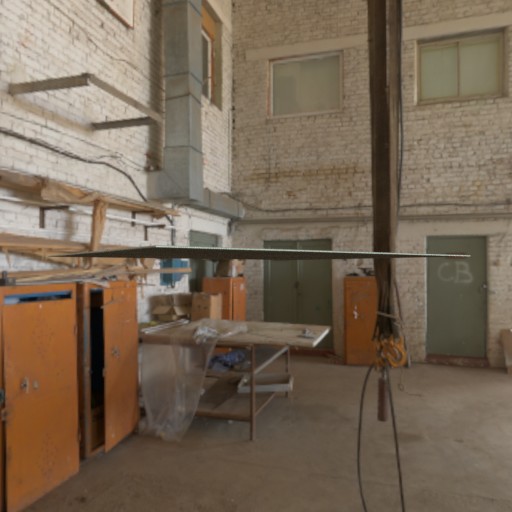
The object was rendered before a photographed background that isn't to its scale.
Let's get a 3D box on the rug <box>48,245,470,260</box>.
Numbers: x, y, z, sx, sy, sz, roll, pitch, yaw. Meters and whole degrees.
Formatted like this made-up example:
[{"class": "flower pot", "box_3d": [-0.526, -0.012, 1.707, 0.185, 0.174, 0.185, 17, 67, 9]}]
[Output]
[{"class": "rug", "box_3d": [0.000, 0.000, 3.983, 2.980, 0.012, 2.363, 1, -2, -37]}]
